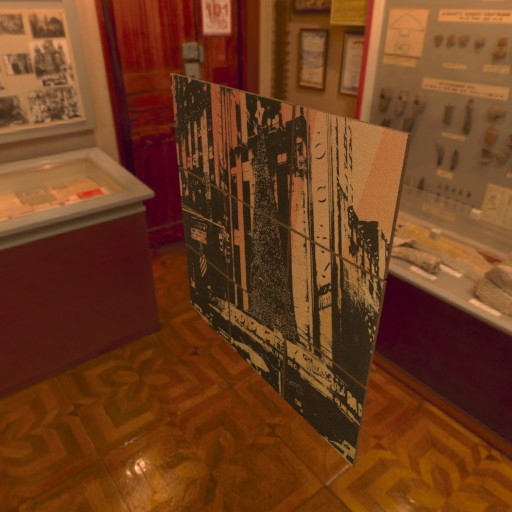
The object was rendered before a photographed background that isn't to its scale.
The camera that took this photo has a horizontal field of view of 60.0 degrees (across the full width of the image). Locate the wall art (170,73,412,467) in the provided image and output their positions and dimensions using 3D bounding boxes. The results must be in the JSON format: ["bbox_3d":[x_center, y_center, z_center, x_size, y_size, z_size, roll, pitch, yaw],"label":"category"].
[{"bbox_3d":[0.000,0.000,1.320,0.010,0.917,0.919,-20,36,-31],"label":"wall art"}]
